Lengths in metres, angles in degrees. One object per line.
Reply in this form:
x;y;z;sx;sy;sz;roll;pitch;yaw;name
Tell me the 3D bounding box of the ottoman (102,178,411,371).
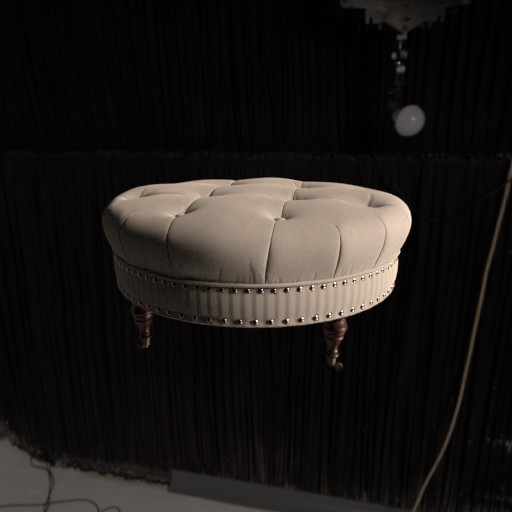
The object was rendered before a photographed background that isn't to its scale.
0.000;0.000;1.395;0.901;0.439;0.901;0;16;0;ottoman
